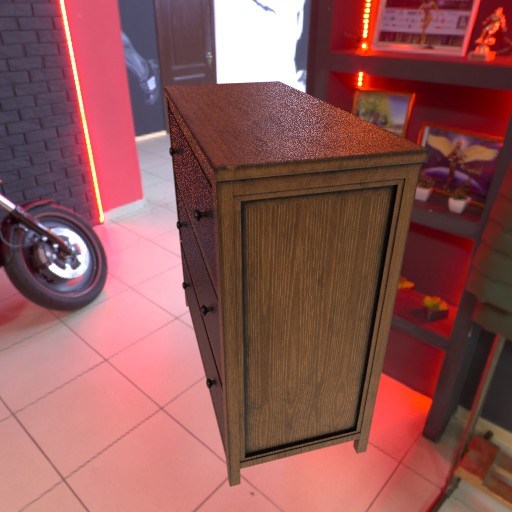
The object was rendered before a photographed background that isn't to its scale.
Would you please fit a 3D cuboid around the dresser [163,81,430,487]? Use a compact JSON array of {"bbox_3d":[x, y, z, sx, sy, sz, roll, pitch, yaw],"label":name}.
[{"bbox_3d":[0.000,0.000,1.903,0.591,1.224,1.250,-8,30,-14],"label":"dresser"}]
